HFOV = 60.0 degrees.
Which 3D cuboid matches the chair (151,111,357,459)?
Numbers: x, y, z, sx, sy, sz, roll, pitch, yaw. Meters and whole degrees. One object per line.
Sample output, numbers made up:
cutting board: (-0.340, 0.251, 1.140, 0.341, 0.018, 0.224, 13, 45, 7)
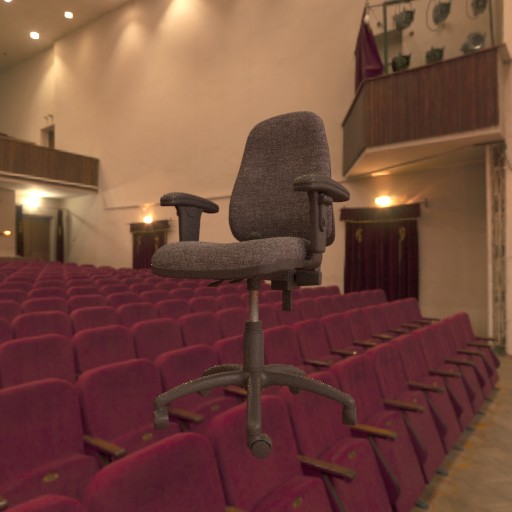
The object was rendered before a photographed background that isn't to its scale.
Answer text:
chair: (0.000, 0.000, 1.280, 0.550, 0.910, 0.530, -1, -1, 36)
